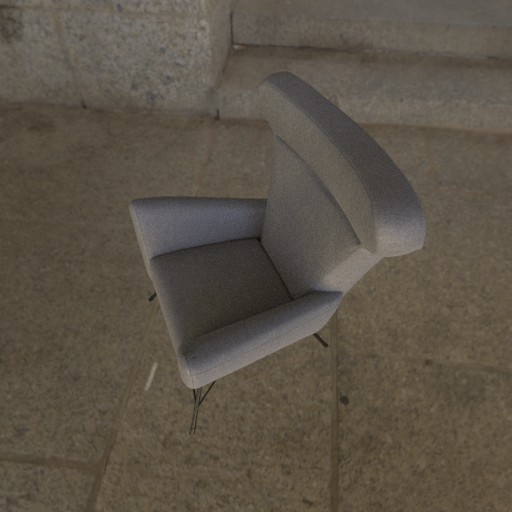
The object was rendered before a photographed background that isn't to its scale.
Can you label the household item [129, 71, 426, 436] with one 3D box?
[{"bbox_3d":[0.000,0.000,1.788,0.900,1.050,0.980,-17,50,-15],"label":"household item"}]
